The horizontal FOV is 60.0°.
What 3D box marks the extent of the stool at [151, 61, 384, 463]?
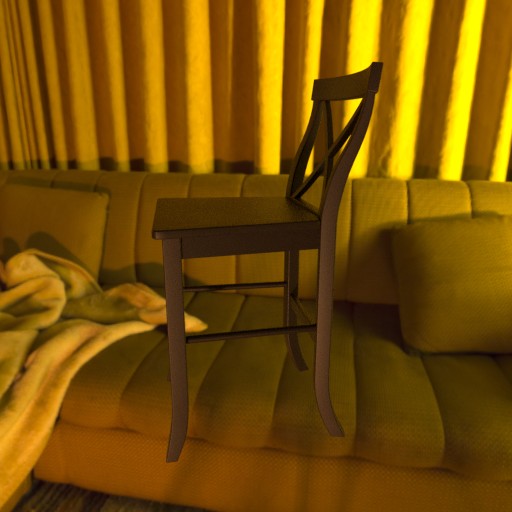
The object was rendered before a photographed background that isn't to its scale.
[{"bbox_3d":[0.000,0.000,1.273,0.559,0.989,0.452,-3,17,-10],"label":"stool"}]
